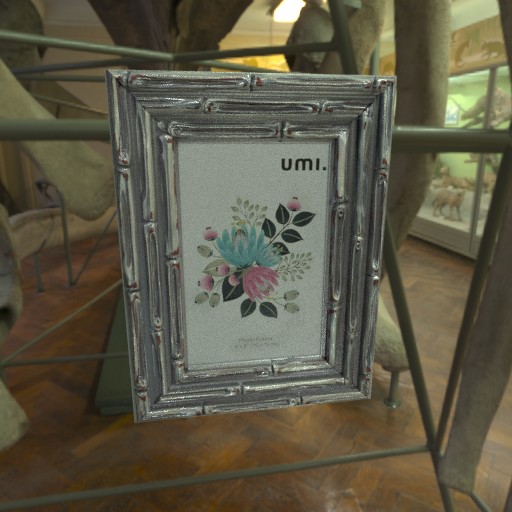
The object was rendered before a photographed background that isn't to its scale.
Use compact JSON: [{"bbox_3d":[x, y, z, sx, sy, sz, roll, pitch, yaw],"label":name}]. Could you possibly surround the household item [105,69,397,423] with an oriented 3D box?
[{"bbox_3d":[0.000,0.000,0.283,0.165,0.216,0.025,-3,16,-9],"label":"household item"}]
